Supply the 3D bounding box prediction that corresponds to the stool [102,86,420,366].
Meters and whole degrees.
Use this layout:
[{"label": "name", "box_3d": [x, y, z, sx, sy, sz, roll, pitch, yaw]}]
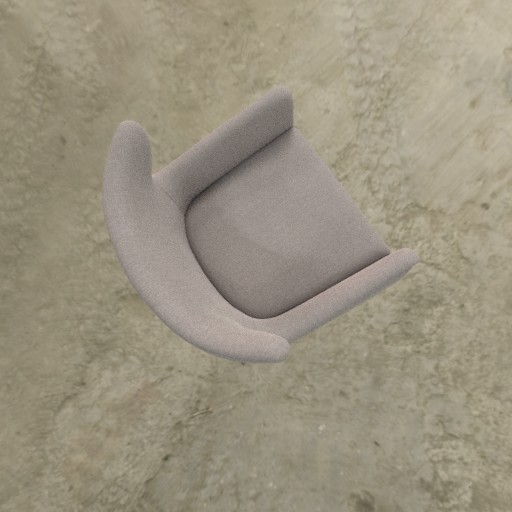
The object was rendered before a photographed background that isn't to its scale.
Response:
[{"label": "stool", "box_3d": [0.000, 0.000, 1.299, 0.575, 0.951, 0.575, -33, 78, -8]}]
